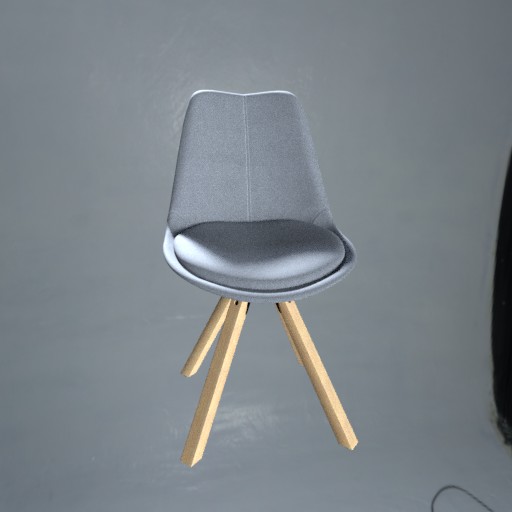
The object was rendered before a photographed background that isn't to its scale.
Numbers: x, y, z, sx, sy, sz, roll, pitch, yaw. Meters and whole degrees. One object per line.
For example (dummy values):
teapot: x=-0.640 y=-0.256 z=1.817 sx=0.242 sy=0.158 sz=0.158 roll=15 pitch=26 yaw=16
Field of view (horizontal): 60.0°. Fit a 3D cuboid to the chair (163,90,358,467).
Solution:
chair: x=0.000 y=0.000 z=1.174 sx=0.474 sy=0.863 sz=0.549 roll=-2 pitch=16 yaw=-8
